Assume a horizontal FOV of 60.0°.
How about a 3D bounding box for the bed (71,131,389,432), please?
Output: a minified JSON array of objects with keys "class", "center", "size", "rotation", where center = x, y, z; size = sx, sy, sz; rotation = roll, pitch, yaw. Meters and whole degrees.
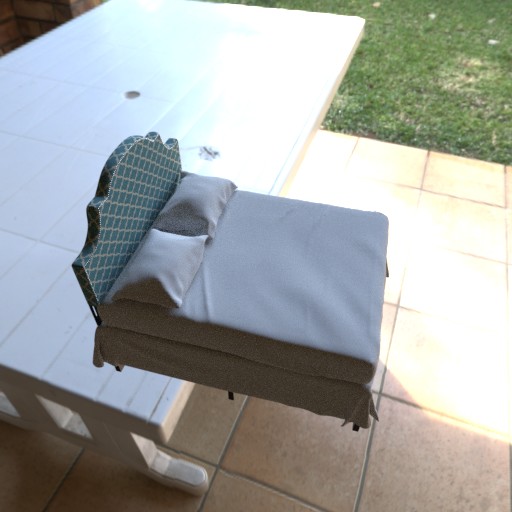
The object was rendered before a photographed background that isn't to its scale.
[{"class":"bed","center":[0.000,0.000,3.426],"size":[2.222,1.633,1.780],"rotation":[11,46,10]}]
